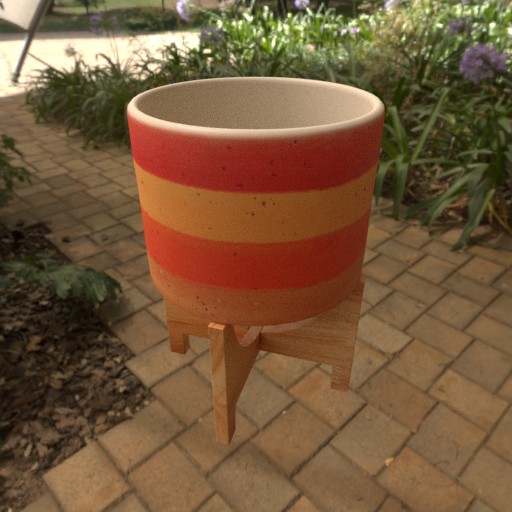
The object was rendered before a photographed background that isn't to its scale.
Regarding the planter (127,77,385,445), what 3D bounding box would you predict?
[{"bbox_3d":[0.000,0.000,0.550,0.269,0.379,0.269,0,31,0],"label":"planter"}]
